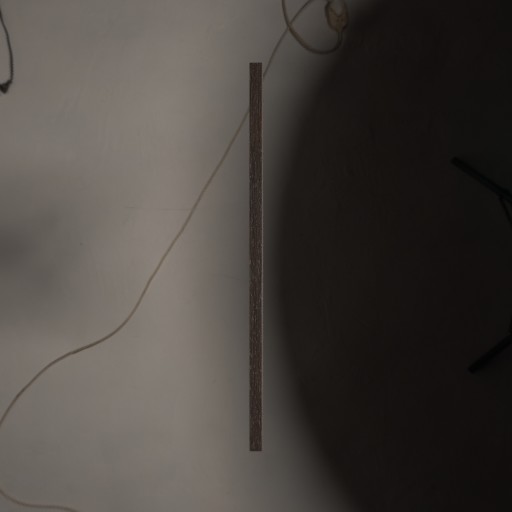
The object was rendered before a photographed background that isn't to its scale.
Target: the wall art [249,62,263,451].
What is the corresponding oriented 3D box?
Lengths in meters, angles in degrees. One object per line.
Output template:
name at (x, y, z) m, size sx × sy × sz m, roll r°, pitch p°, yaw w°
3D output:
wall art at (0.000, 0.000, 0.663) m, size 0.013 × 0.508 × 0.359 m, roll 0°, pitch 90°, yaw 0°
